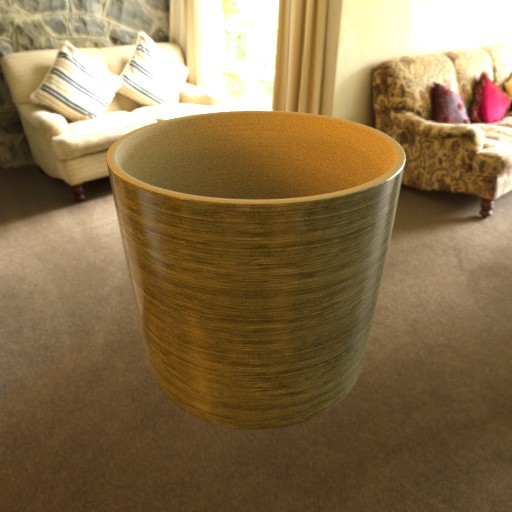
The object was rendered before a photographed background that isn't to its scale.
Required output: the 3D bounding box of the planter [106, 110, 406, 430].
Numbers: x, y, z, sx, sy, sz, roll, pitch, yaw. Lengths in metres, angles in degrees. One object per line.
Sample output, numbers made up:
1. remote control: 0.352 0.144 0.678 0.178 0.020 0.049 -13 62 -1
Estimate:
1. planter: 0.000 0.000 0.392 0.221 0.201 0.221 0 31 0
